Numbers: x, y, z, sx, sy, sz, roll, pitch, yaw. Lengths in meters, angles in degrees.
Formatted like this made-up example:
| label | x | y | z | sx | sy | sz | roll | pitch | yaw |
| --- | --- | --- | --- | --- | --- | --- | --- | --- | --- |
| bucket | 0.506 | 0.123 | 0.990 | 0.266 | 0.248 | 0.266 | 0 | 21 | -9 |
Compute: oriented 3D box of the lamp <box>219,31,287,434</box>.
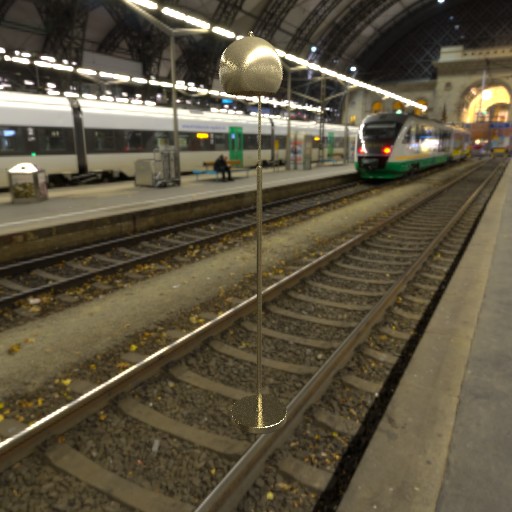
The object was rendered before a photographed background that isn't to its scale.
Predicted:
| label | x | y | z | sx | sy | sz | roll | pitch | yaw |
| --- | --- | --- | --- | --- | --- | --- | --- | --- | --- |
| lamp | 0.000 | 0.000 | 1.702 | 0.250 | 1.526 | 0.431 | 2 | 14 | 8 |
